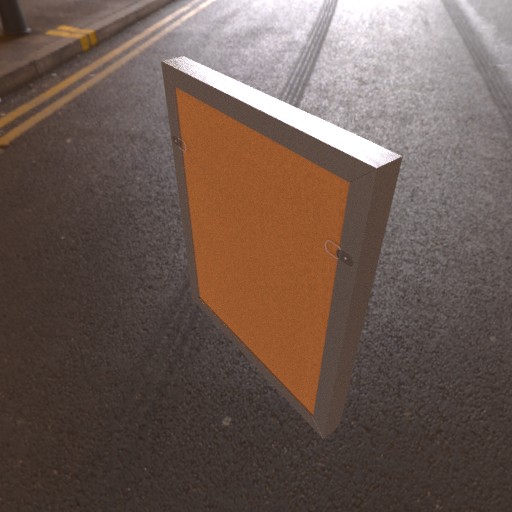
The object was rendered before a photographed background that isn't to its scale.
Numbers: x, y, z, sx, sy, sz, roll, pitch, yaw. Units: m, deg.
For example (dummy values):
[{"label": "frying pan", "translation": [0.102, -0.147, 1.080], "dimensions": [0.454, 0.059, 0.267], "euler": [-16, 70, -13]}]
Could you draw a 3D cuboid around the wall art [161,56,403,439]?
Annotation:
[{"label": "wall art", "translation": [0.000, 0.000, 0.530], "dimensions": [0.030, 0.379, 0.308], "euler": [-27, 47, -28]}]
